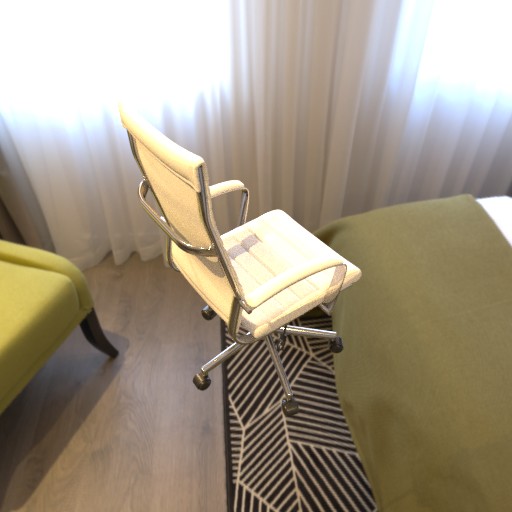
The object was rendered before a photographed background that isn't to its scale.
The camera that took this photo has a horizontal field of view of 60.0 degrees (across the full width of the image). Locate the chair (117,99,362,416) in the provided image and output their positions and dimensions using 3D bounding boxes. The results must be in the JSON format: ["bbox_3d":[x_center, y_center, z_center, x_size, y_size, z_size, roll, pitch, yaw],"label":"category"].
[{"bbox_3d":[0.000,0.000,1.589,0.679,1.149,0.679,-26,47,-26],"label":"chair"}]
